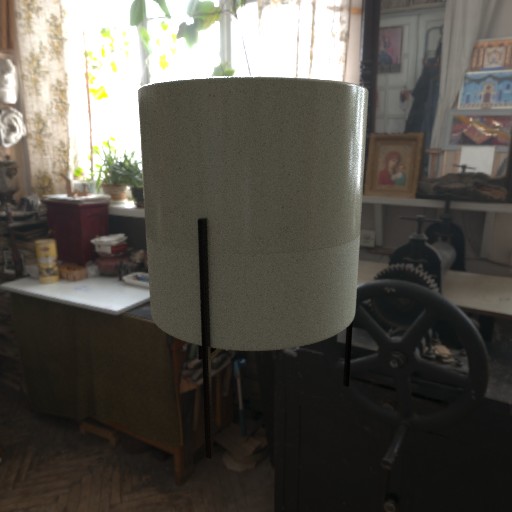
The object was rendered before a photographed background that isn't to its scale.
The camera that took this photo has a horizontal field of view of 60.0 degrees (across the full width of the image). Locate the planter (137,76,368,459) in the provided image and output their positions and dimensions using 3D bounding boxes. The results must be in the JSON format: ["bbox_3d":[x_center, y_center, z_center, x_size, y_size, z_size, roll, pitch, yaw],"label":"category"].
[{"bbox_3d":[0.000,0.000,0.679,0.323,0.475,0.314,-2,15,-9],"label":"planter"}]
